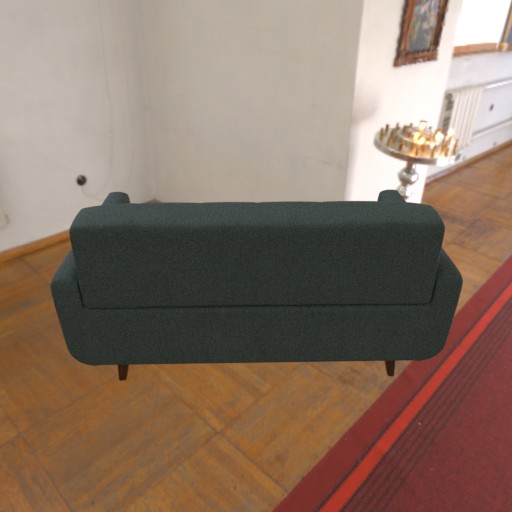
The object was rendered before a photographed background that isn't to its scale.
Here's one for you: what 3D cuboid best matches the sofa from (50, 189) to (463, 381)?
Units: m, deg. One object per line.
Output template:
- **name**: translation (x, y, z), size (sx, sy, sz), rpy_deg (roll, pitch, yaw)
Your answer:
- **sofa**: translation (0.000, 0.000, 2.184), size (1.631, 0.841, 0.909), rpy_deg (-1, 31, -1)
